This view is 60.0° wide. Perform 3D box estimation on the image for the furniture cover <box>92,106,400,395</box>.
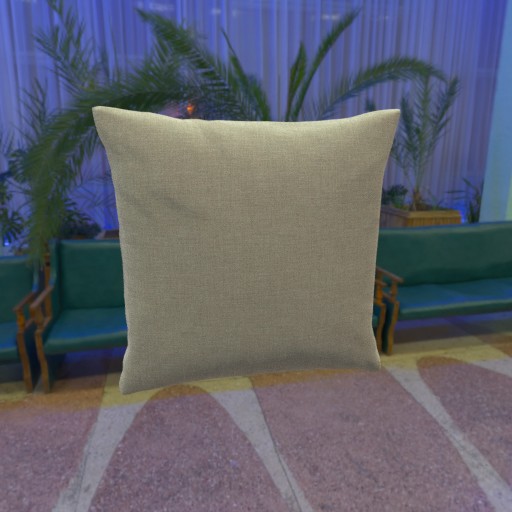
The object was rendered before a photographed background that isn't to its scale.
[{"bbox_3d":[0.000,0.000,0.795,0.517,0.508,0.158,-3,15,-10],"label":"furniture cover"}]
